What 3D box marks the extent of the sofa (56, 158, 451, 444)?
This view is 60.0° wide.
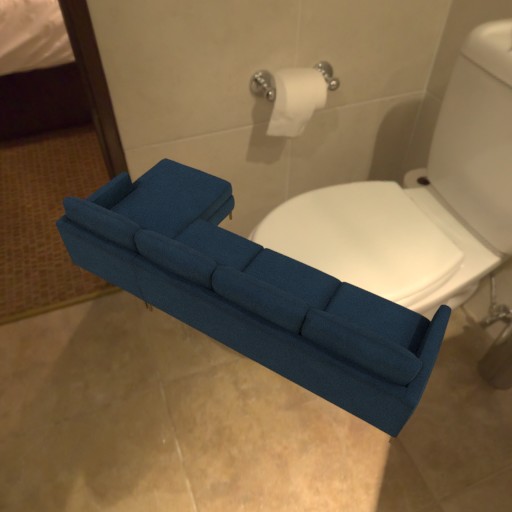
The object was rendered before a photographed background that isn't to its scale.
[{"bbox_3d":[0.000,0.000,3.480,2.932,0.810,1.350,24,51,21],"label":"sofa"}]
